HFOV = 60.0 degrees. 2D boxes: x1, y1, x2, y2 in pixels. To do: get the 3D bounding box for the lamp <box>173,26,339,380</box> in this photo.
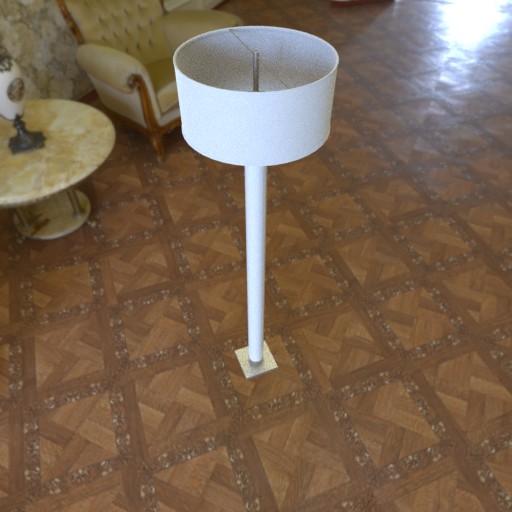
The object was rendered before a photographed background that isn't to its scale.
[{"bbox_3d":[0.000,0.000,1.645,0.420,1.475,0.420,-16,48,-15],"label":"lamp"}]
